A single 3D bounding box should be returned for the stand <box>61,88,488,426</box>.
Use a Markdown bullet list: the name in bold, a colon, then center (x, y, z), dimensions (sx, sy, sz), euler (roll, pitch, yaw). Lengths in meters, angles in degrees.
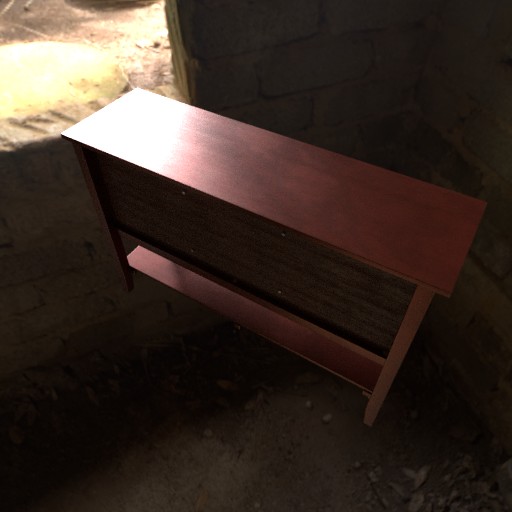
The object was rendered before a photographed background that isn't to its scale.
- **stand**: center (0.000, 0.000, 1.751), dimensions (1.362, 0.872, 0.410), euler (24, 52, 21)
